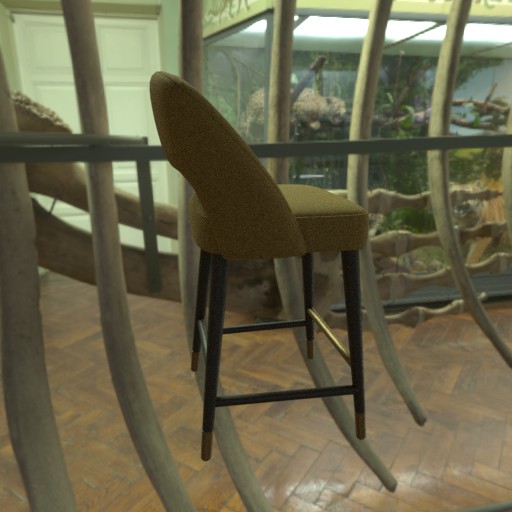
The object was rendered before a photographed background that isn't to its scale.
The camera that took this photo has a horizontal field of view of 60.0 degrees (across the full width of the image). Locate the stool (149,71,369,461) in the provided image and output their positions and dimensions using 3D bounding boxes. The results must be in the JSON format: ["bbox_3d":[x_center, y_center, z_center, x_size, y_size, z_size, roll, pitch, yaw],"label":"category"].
[{"bbox_3d":[0.000,0.000,1.236,0.522,0.939,0.536,-3,17,-11],"label":"stool"}]
